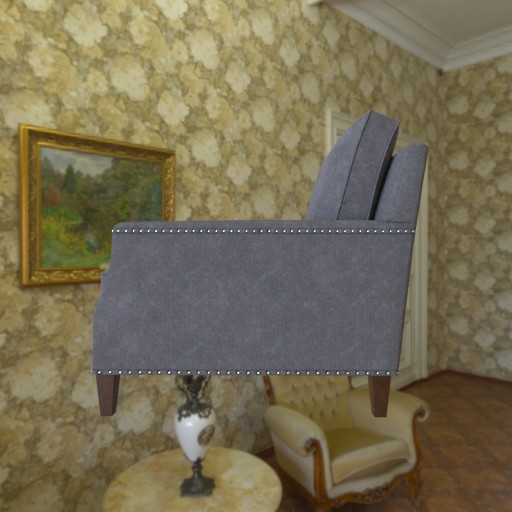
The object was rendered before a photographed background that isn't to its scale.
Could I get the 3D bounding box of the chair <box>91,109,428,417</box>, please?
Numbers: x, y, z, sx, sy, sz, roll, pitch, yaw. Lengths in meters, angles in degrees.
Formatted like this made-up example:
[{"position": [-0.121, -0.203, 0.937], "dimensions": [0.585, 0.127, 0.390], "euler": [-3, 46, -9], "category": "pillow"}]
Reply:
[{"position": [0.000, 0.000, 1.709], "dimensions": [1.014, 0.948, 0.853], "euler": [0, 0, 1], "category": "chair"}]
